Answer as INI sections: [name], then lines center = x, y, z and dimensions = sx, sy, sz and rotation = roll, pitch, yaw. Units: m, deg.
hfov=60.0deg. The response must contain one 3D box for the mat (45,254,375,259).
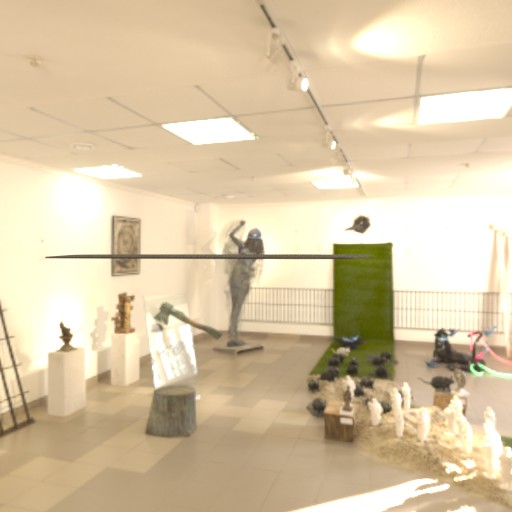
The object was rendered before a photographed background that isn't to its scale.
[mat]
center = 0.000, 0.000, 1.852
dimensions = 0.918, 0.013, 1.524
rotation = 0, 0, 17
